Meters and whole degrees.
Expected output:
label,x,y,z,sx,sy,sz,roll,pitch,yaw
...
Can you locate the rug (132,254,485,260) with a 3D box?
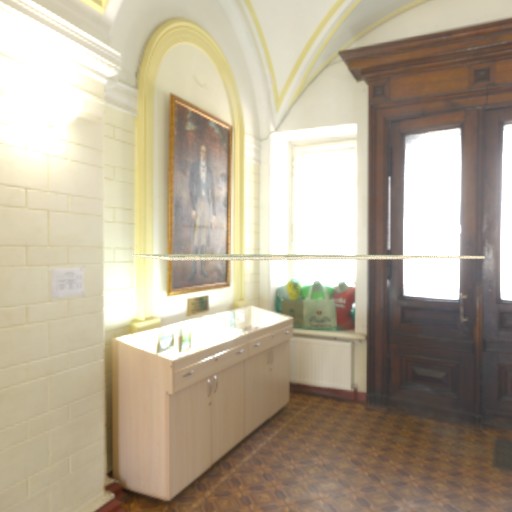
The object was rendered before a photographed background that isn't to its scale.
label,x,y,z,sx,sy,sz,roll,pitch,yaw
rug,0.000,0.000,3.063,1.528,0.015,2.443,0,0,-19
